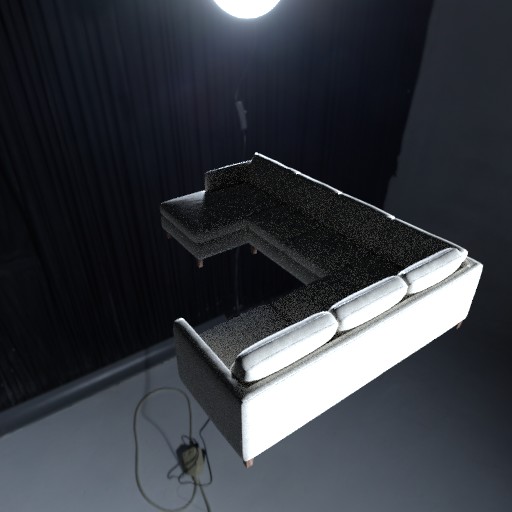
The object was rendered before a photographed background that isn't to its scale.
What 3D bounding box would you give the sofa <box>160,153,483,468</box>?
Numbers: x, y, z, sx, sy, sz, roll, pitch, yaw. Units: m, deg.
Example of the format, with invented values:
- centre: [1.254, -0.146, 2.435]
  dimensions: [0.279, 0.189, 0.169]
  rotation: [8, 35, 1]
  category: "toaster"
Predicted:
- centre: [0.000, 0.000, 4.406]
  dimensions: [2.551, 0.853, 3.238]
  rotation: [-21, 38, -29]
  category: "sofa"
